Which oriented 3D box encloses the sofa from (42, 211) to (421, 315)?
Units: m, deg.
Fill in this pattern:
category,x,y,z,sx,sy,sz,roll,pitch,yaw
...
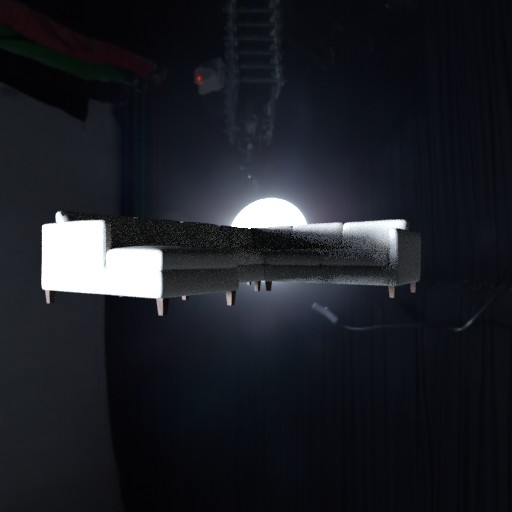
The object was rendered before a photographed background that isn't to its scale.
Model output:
category,x,y,z,sx,sy,sz,roll,pitch,yaw
sofa,0.000,0.000,4.600,2.551,0.853,3.238,0,0,35
